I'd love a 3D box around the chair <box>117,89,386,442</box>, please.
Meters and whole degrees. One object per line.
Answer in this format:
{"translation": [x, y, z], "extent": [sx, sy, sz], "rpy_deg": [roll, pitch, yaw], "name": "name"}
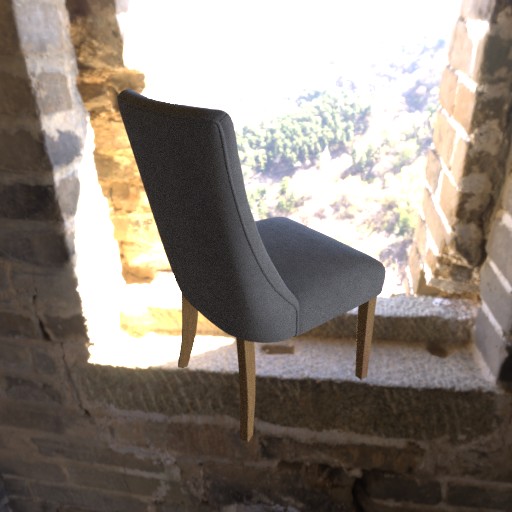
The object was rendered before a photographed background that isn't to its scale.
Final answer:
{"translation": [0.000, 0.000, 1.279], "extent": [0.610, 0.902, 0.495], "rpy_deg": [-18, 32, -32], "name": "chair"}
